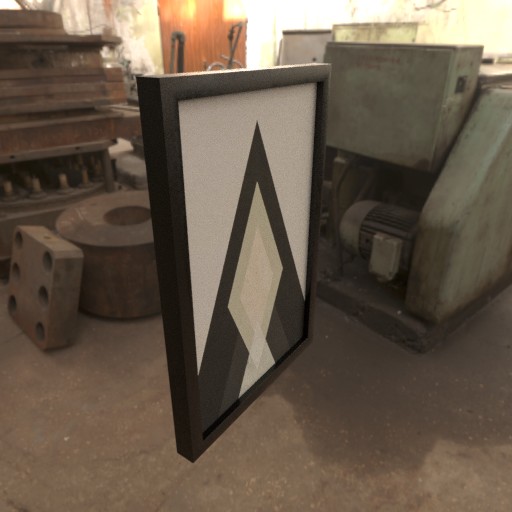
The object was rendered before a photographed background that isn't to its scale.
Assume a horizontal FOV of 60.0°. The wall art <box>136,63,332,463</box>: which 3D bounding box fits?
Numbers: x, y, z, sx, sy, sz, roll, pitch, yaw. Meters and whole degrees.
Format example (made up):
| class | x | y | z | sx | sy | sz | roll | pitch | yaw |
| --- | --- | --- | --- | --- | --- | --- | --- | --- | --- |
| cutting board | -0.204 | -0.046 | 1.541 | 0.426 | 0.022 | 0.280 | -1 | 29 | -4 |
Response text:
| class | x | y | z | sx | sy | sz | roll | pitch | yaw |
| --- | --- | --- | --- | --- | --- | --- | --- | --- | --- |
| wall art | 0.000 | 0.000 | 0.587 | 0.031 | 0.457 | 0.313 | 17 | 31 | 32 |
